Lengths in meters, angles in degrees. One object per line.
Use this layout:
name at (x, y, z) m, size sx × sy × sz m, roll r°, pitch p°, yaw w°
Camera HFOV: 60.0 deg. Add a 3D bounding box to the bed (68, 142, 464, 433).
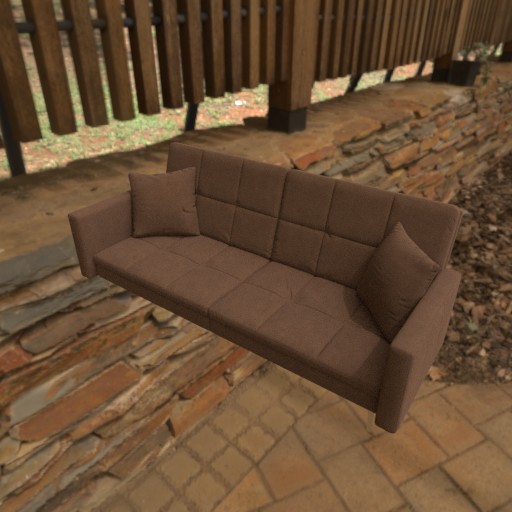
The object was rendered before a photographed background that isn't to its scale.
bed at (0.000, 0.000, 2.312) m, size 1.905 × 0.787 × 0.889 m, roll 20°, pitch 36°, yaw 30°
